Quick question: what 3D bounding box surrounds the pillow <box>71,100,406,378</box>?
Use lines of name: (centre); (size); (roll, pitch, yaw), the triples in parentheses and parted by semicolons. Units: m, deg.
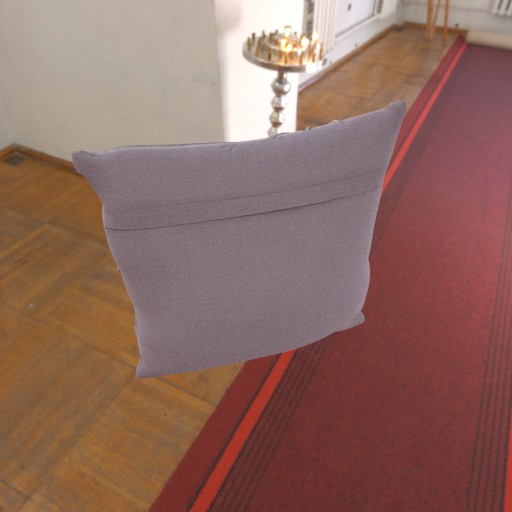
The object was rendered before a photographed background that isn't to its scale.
pillow: (0.000, 0.000, 0.686); (0.439, 0.440, 0.185); (-12, 42, -13)
